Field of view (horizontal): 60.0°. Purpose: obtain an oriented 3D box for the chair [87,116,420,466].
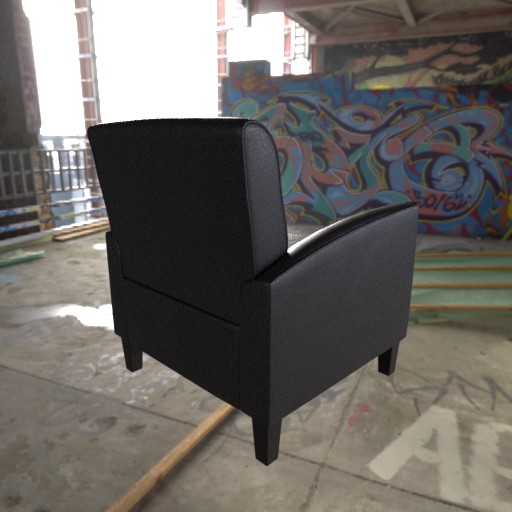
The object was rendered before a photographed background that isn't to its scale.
[{"bbox_3d":[0.000,0.000,1.569,0.820,0.916,0.819,15,21,43],"label":"chair"}]
